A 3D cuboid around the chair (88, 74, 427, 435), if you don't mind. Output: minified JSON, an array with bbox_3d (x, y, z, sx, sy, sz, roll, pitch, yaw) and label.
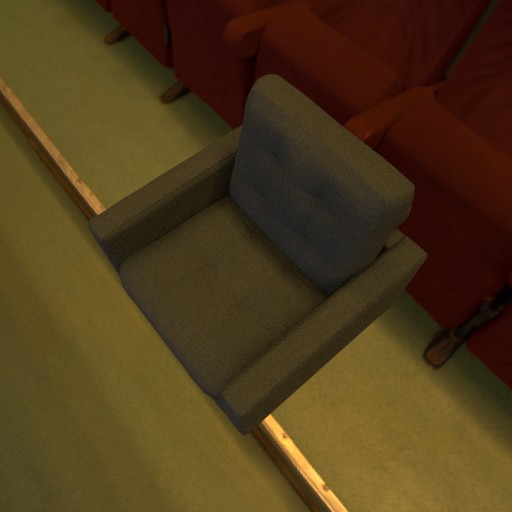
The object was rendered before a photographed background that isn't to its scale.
[{"bbox_3d":[0.000,0.000,1.553,0.843,0.880,0.821,-37,68,-17],"label":"chair"}]
